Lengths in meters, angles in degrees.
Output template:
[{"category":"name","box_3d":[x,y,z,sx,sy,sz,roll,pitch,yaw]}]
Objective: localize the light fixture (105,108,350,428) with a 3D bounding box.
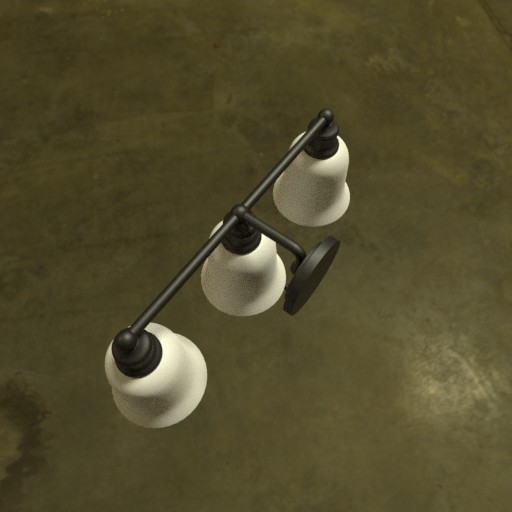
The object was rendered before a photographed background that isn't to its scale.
[{"category":"light fixture","box_3d":[0.000,0.000,0.657,0.198,0.211,0.570,33,67,16]}]
